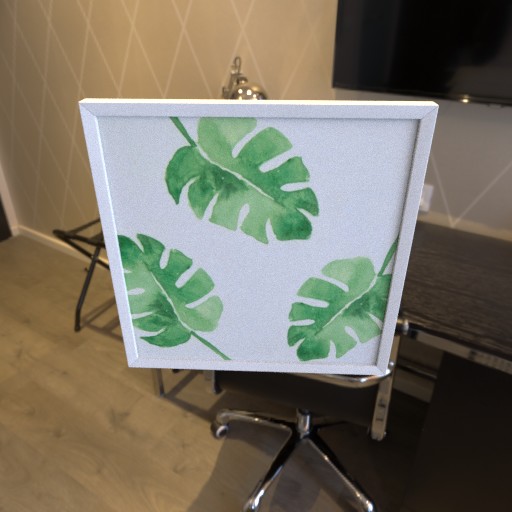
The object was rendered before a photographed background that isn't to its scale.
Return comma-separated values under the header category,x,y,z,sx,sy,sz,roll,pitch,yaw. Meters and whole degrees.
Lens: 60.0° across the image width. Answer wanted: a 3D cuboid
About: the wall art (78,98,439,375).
category,x,y,z,sx,sy,sz,roll,pitch,yaw
wall art,0.000,0.000,1.140,0.762,0.762,0.040,1,30,2
